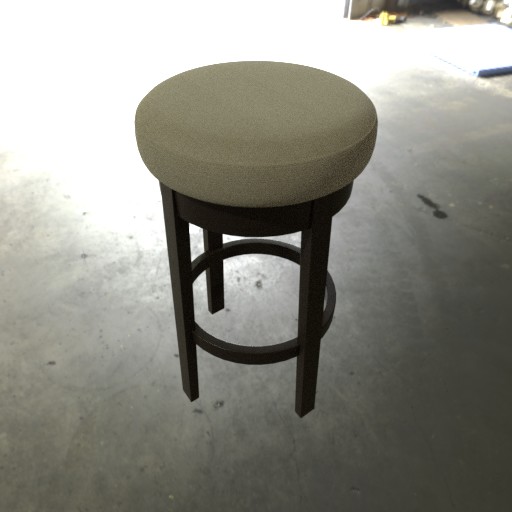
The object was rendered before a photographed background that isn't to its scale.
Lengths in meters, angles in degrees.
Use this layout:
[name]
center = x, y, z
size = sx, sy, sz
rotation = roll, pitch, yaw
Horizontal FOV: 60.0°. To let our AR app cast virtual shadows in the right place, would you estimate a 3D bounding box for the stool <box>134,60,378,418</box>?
[stool]
center = 0.000, 0.000, 1.012
size = 0.446, 0.758, 0.446
rotation = 0, 41, 0
